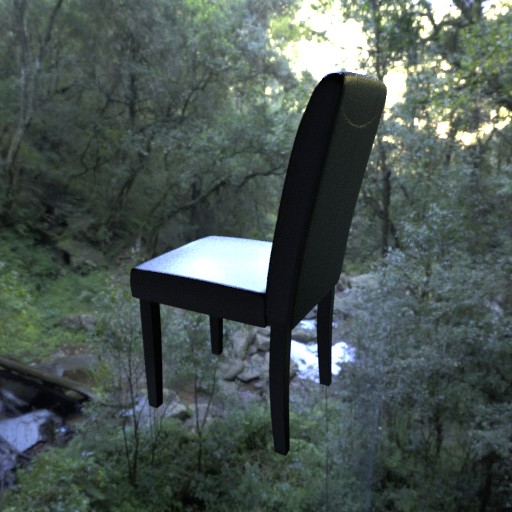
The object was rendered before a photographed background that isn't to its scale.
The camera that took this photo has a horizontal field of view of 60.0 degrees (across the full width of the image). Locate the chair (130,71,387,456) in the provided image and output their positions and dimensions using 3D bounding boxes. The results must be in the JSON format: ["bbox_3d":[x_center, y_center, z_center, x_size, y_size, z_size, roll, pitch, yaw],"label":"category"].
[{"bbox_3d":[0.000,0.000,1.204,0.556,0.897,0.399,9,20,26],"label":"chair"}]
